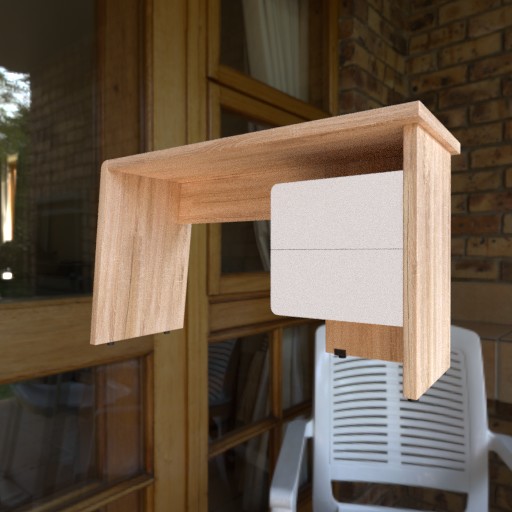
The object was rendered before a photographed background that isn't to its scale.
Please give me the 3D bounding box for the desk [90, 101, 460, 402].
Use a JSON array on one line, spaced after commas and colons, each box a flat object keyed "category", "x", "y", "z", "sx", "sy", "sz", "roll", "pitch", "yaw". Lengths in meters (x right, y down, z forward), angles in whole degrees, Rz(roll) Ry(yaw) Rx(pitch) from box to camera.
[{"category": "desk", "x": 0.000, "y": 0.000, "z": 1.636, "sx": 1.300, "sy": 0.750, "sz": 0.500, "roll": 0, "pitch": 0, "yaw": 35}]
